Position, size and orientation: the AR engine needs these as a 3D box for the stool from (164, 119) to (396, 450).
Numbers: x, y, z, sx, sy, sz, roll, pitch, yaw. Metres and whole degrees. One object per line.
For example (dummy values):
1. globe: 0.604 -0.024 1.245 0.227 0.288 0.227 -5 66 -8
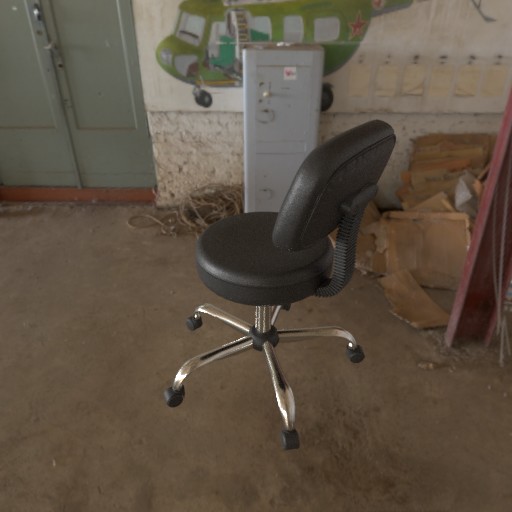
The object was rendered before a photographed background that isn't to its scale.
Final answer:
1. stool: 0.000 0.000 1.343 0.648 0.862 0.673 21 37 31
